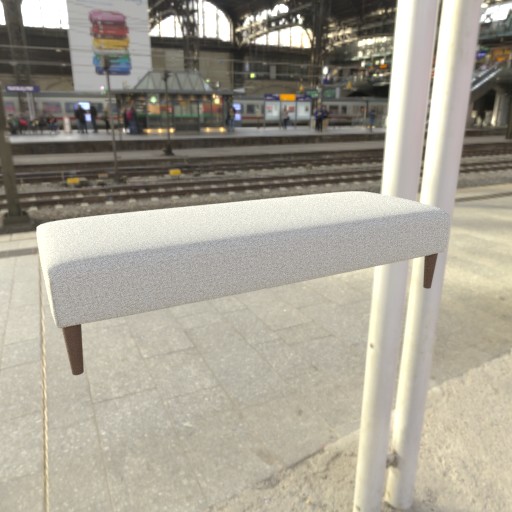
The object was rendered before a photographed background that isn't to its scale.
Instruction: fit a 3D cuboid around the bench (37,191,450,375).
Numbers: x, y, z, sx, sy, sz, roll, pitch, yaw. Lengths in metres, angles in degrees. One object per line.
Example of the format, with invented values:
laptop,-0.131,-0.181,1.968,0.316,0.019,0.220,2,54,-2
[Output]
bench,0.000,0.000,1.846,1.598,0.383,0.631,-9,20,-26
